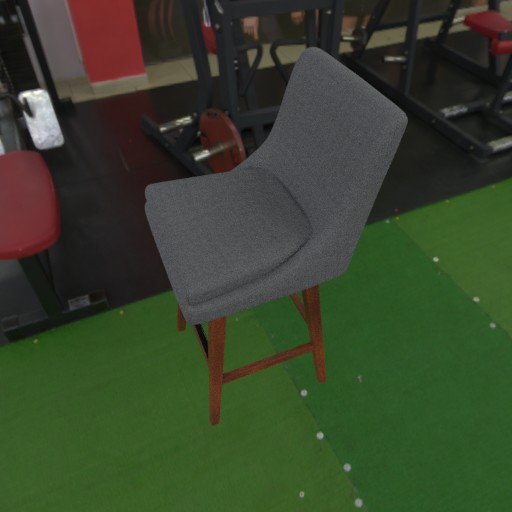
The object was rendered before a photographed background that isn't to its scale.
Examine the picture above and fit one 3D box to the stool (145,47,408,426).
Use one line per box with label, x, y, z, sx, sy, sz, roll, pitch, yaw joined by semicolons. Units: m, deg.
stool;0.000;0.000;1.277;0.524;0.977;0.447;-17;48;-16
